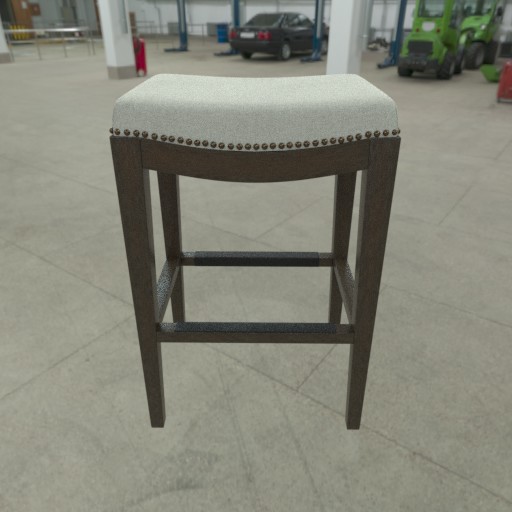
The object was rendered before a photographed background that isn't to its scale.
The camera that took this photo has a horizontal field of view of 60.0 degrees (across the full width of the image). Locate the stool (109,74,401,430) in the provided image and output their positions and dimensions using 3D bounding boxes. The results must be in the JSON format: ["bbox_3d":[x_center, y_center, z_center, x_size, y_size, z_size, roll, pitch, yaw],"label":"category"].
[{"bbox_3d":[0.000,0.000,1.033,0.498,0.759,0.358,0,29,1],"label":"stool"}]
